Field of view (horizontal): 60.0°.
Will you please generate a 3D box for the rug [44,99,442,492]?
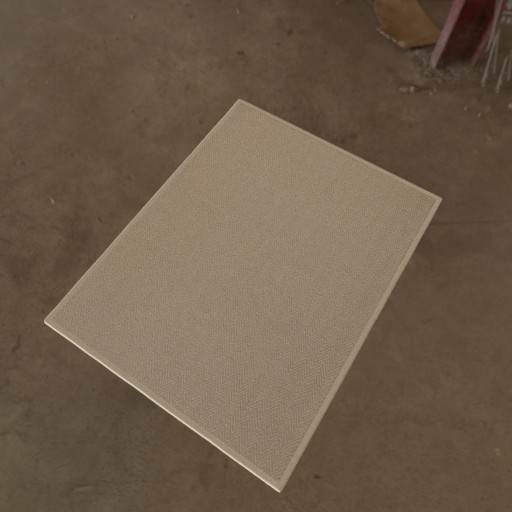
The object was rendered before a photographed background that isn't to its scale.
[{"bbox_3d":[0.000,0.000,4.091,2.407,0.020,3.051,30,68,13],"label":"rug"}]
